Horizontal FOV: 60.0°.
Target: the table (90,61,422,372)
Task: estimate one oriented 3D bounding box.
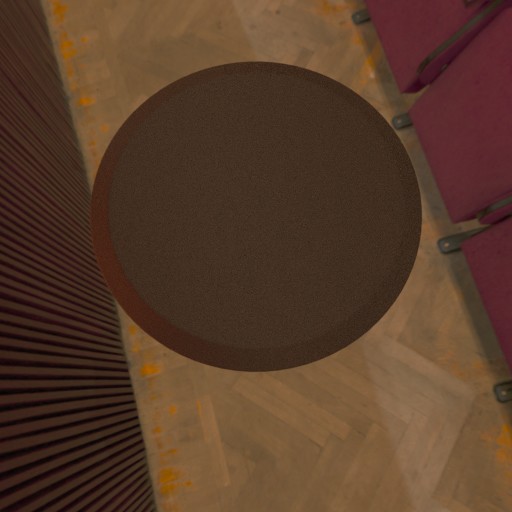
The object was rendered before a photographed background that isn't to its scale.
[{"bbox_3d":[0.000,0.000,0.885,0.457,0.585,0.457,0,74,0],"label":"table"}]
